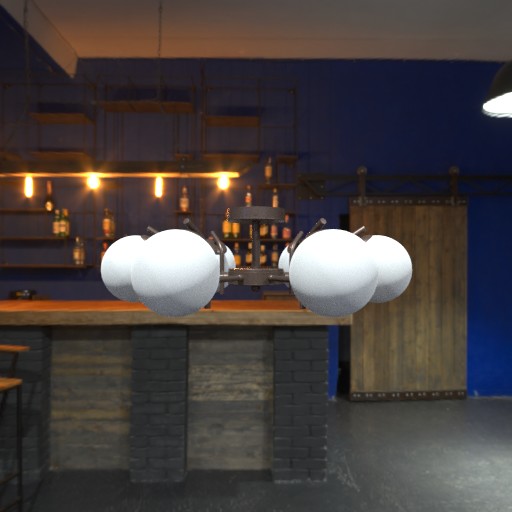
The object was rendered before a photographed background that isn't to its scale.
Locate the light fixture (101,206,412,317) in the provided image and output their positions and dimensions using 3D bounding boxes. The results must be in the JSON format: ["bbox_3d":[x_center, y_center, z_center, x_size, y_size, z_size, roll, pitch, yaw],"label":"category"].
[{"bbox_3d":[0.000,0.000,0.957,0.662,0.201,0.662,0,0,0],"label":"light fixture"}]
